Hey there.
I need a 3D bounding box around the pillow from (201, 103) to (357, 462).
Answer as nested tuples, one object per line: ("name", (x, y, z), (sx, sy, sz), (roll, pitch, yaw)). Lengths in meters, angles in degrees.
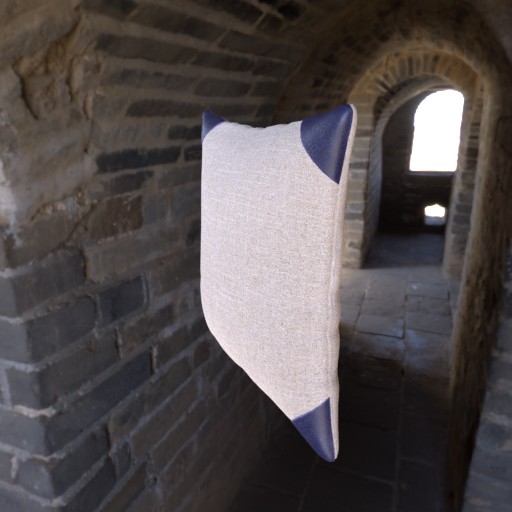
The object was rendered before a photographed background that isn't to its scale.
("pillow", (0.000, 0.000, 0.694), (0.147, 0.441, 0.440), (-9, 19, -26))
